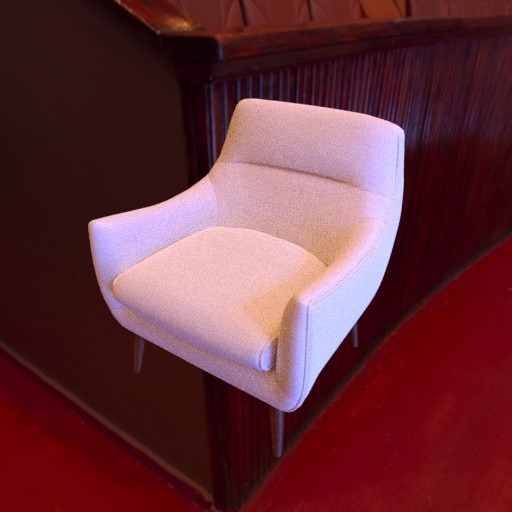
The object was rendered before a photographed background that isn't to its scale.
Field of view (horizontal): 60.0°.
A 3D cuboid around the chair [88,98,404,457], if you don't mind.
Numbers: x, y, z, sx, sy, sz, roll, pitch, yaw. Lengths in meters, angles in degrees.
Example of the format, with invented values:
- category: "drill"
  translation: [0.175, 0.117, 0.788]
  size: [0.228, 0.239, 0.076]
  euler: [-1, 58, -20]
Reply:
- category: "chair"
  translation: [0.000, 0.000, 1.457]
  size: [0.762, 0.838, 0.787]
  euler: [19, 36, 29]
